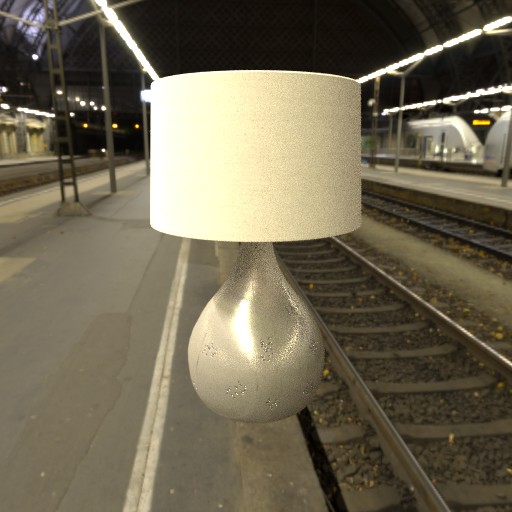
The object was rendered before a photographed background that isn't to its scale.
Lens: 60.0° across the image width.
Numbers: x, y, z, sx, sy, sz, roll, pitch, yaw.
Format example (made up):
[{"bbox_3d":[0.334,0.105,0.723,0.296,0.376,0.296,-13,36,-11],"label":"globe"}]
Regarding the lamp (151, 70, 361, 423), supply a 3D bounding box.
[{"bbox_3d":[0.000,0.000,0.727,0.330,0.521,0.330,0,14,0],"label":"lamp"}]
